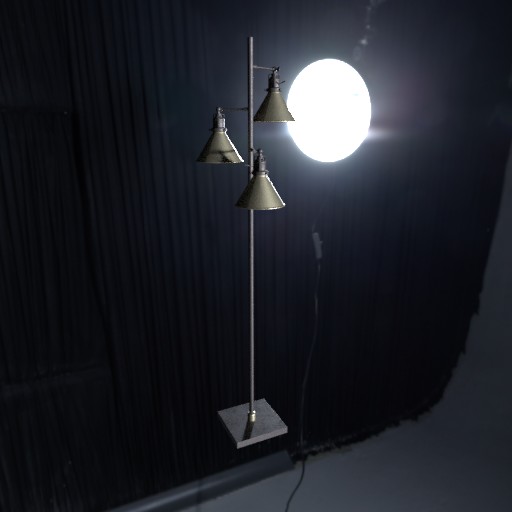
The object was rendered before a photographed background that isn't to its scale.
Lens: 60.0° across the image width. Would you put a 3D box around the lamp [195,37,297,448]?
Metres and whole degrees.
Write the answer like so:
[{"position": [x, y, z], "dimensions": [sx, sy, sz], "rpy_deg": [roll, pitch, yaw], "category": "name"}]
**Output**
[{"position": [0.000, 0.000, 1.901], "dimensions": [0.428, 1.716, 0.415], "rpy_deg": [-8, 18, -25], "category": "lamp"}]
